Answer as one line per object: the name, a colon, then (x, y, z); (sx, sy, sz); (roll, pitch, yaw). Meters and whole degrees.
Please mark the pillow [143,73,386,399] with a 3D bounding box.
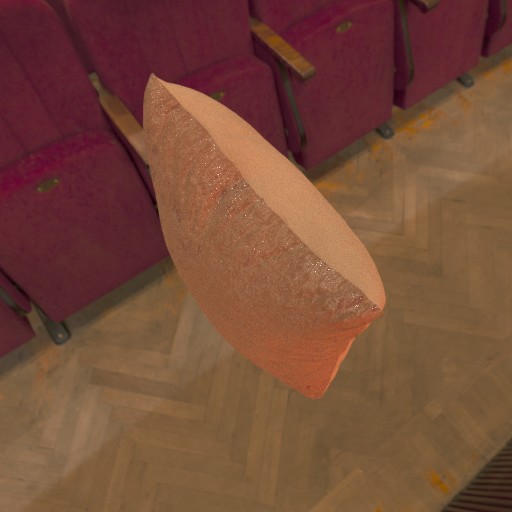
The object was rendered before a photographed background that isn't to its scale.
pillow: (0.000, 0.000, 0.725); (0.245, 0.448, 0.450); (-33, 68, -15)
